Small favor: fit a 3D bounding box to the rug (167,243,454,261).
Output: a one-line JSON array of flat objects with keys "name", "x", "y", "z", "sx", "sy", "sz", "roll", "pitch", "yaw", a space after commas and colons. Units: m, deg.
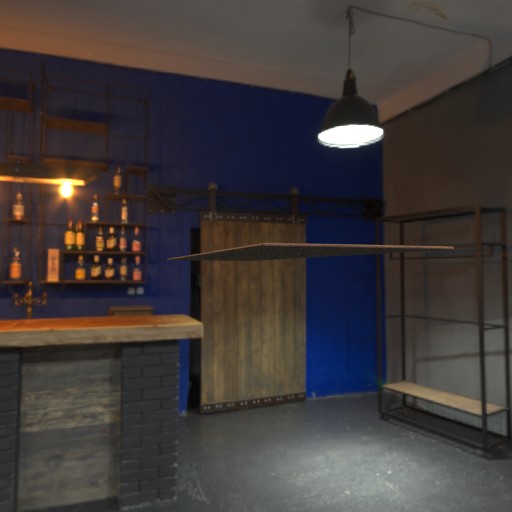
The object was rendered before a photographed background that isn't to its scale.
[{"name": "rug", "x": 0.000, "y": 0.000, "z": 2.701, "sx": 0.769, "sy": 0.012, "sz": 2.448, "roll": 1, "pitch": -2, "yaw": -18}]
